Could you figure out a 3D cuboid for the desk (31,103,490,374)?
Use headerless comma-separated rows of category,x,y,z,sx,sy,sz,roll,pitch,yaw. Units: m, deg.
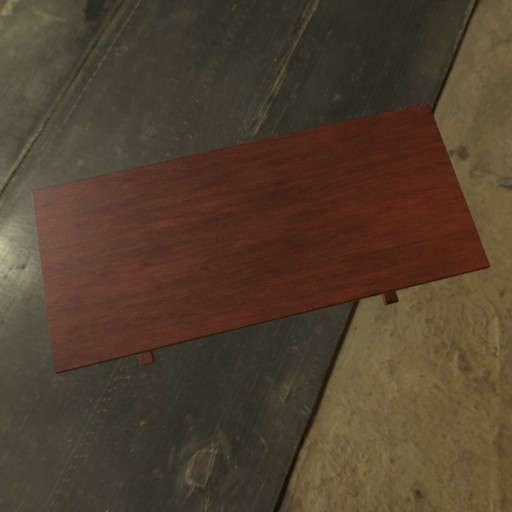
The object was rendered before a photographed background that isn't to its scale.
desk,0.000,0.000,1.790,1.372,0.761,0.600,-13,77,-3
